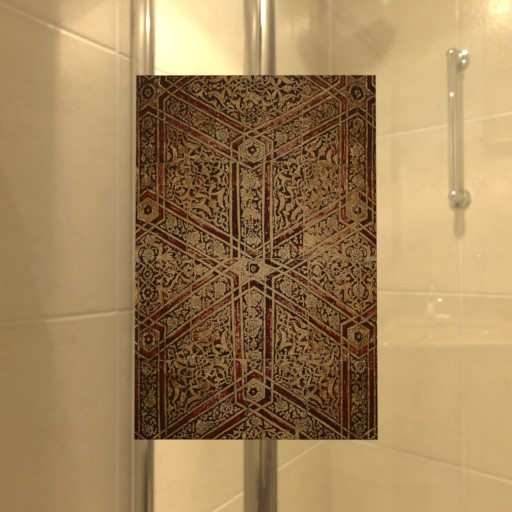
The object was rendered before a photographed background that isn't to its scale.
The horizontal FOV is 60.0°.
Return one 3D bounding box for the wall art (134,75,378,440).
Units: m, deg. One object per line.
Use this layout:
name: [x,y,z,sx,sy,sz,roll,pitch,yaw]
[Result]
wall art: [0.000,0.000,0.737,0.397,0.599,0.020,0,-1,0]
